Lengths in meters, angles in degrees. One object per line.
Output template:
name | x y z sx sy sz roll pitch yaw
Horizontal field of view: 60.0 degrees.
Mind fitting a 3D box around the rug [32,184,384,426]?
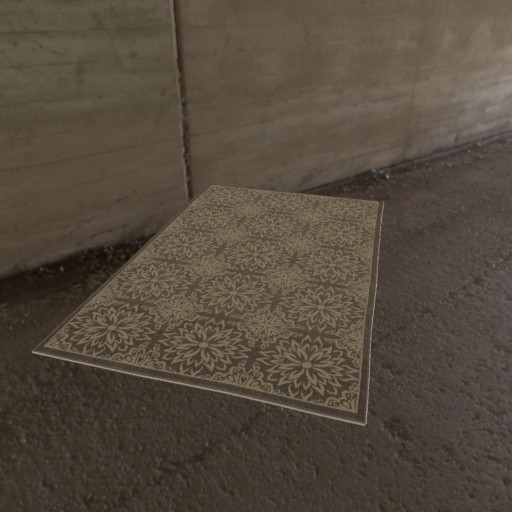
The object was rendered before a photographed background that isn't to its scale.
rug | 0.000 0.000 3.389 1.819 0.018 2.746 8 31 14
